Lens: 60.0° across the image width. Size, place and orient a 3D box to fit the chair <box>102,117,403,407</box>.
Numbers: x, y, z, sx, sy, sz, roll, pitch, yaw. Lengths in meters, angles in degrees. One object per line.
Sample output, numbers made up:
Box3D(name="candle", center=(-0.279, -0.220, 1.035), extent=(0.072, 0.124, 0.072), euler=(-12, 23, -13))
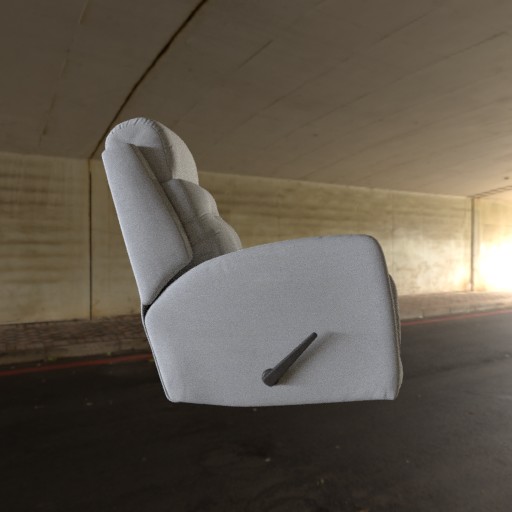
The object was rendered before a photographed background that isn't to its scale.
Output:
Box3D(name="chair", center=(0.000, 0.000, 1.777), extent=(1.043, 1.013, 0.798), euler=(0, 0, 1))
